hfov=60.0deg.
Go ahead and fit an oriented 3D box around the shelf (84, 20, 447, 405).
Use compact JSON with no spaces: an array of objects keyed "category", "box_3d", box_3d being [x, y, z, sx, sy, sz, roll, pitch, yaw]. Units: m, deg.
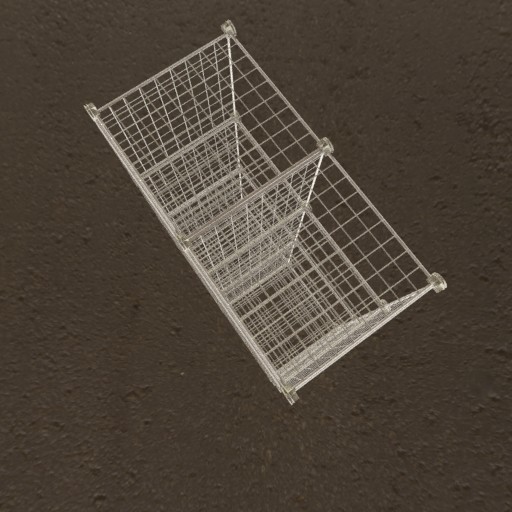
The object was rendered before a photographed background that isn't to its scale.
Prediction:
[{"category":"shelf","box_3d":[0.000,0.000,1.366,0.356,1.067,0.711,-35,79,-8]}]
